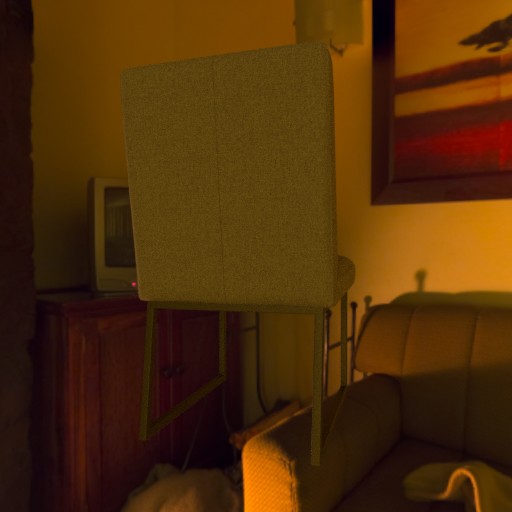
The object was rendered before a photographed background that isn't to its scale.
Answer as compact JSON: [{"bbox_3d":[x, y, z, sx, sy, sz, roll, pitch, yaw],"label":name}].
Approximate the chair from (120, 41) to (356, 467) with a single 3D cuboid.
[{"bbox_3d":[0.000,0.000,1.293,0.520,0.930,0.634,0,1,18],"label":"chair"}]
